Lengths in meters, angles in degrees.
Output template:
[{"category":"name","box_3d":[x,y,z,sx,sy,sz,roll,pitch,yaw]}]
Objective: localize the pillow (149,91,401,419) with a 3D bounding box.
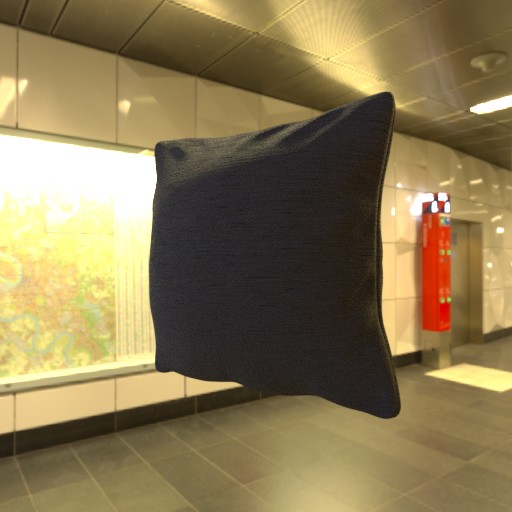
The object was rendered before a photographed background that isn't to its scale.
[{"category":"pillow","box_3d":[0.000,0.000,0.676,0.432,0.414,0.246,-1,-1,34]}]
